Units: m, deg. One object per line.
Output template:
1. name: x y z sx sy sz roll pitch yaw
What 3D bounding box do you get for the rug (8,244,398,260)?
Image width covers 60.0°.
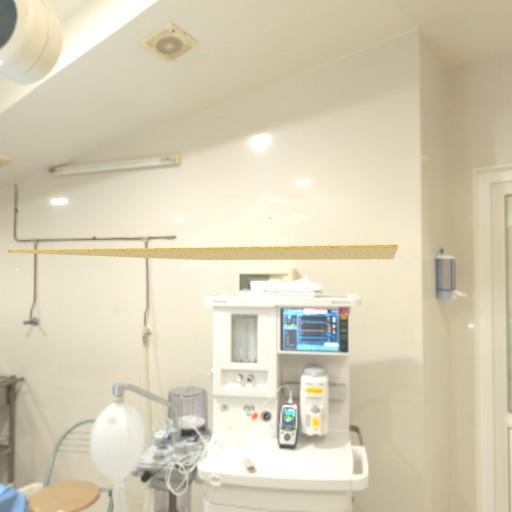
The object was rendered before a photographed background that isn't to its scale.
1. rug: 0.000 0.000 4.153 2.486 0.015 3.242 0 -2 17
